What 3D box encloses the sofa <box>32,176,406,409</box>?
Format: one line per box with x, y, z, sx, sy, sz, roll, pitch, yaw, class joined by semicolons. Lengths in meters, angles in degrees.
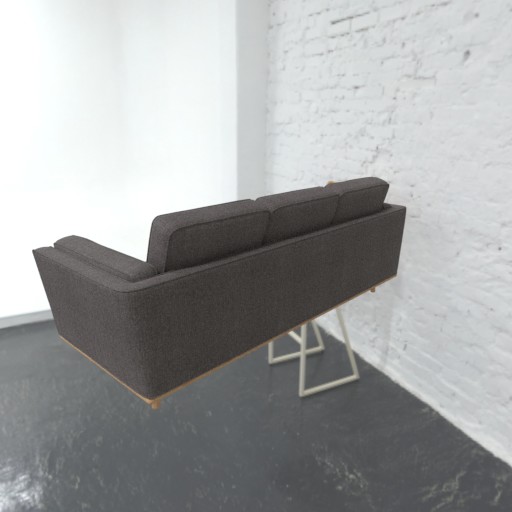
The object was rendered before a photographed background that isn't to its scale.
0.000;0.000;2.809;0.903;0.899;2.362;16;23;41;sofa
